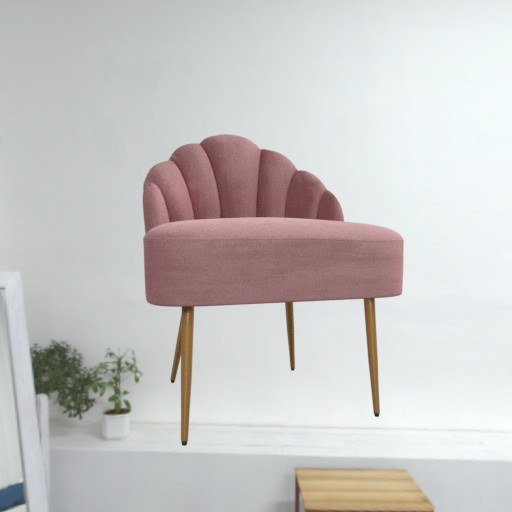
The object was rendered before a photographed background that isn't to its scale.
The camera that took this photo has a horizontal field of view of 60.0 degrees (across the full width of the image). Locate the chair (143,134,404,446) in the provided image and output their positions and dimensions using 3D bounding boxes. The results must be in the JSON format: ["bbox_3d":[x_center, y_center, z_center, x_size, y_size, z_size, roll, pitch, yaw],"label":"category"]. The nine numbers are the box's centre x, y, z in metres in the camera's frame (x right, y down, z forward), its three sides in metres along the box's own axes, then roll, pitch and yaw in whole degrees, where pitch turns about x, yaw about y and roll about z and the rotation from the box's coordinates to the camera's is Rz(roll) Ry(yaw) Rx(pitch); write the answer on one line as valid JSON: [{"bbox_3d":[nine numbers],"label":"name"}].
[{"bbox_3d":[0.000,0.000,1.273,0.657,0.819,0.599,-1,2,-19],"label":"chair"}]
